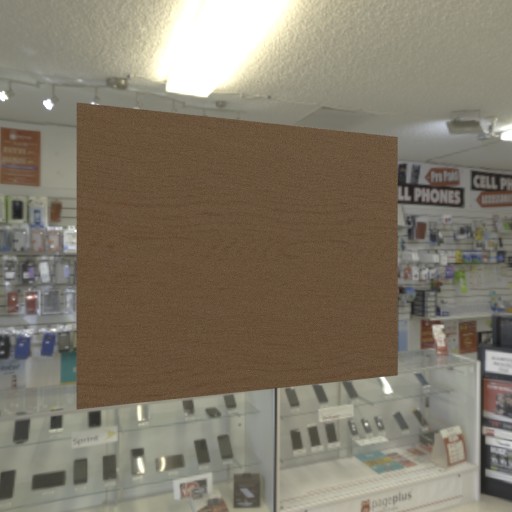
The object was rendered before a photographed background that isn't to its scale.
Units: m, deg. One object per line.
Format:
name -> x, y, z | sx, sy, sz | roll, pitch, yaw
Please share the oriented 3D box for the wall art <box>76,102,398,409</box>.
wall art -> 0.000, 0.000, 0.676 | 0.508, 0.406, 0.013 | 0, 0, -19
